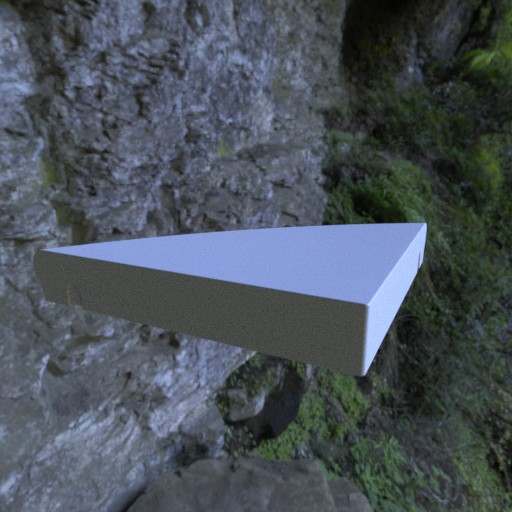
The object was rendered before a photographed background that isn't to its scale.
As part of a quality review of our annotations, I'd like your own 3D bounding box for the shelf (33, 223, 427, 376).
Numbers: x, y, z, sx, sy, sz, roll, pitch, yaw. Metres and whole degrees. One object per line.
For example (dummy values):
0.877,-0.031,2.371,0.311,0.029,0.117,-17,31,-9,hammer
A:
0.000,0.000,0.478,0.310,0.050,0.310,7,17,26,shelf
